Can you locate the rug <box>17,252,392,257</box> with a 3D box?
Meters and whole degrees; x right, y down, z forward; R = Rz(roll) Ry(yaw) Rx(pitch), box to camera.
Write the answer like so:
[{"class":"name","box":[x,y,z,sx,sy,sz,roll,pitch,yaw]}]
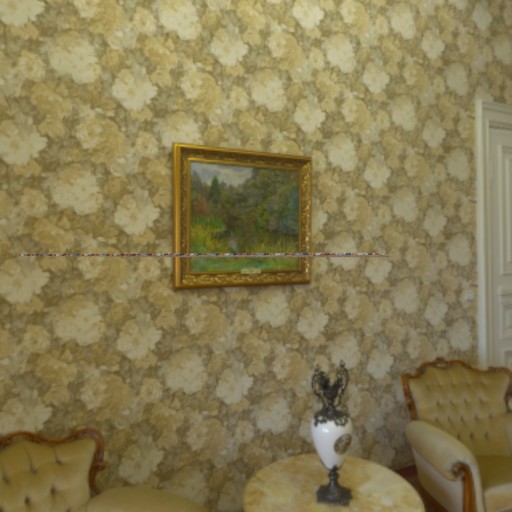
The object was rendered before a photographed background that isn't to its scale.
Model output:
[{"class":"rug","box":[0.000,0.000,4.264,2.439,0.015,3.274,0,0,18]}]
